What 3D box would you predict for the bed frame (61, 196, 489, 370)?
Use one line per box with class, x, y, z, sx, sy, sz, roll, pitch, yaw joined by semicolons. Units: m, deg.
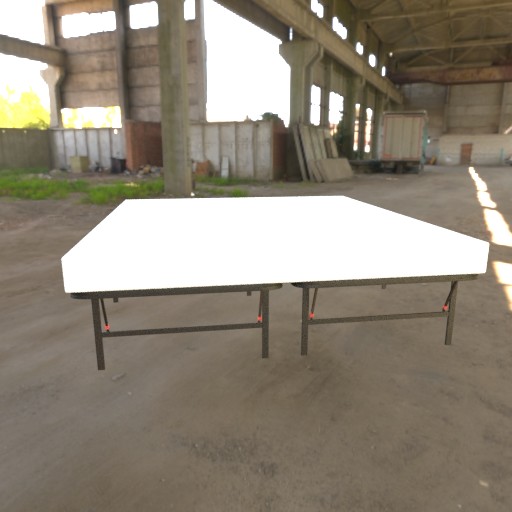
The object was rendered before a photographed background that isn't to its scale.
bed frame;0.000;0.000;2.999;1.930;0.559;2.032;-2;14;-9
